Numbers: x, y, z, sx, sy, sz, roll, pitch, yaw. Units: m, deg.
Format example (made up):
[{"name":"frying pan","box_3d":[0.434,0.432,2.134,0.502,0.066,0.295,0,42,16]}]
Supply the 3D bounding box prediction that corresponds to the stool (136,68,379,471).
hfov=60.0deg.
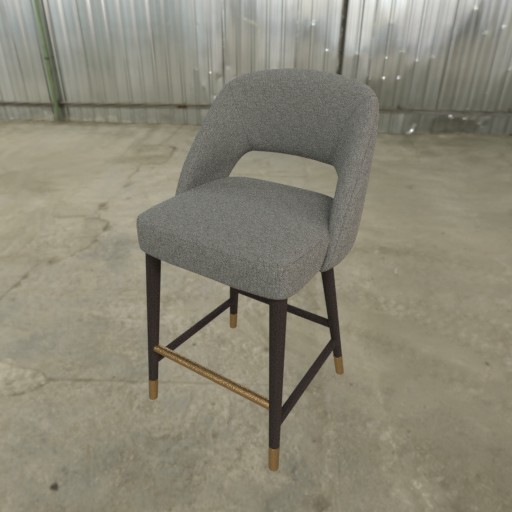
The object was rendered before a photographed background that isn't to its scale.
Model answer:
[{"name":"stool","box_3d":[0.000,0.000,1.239,0.536,0.925,0.524,18,34,29]}]
